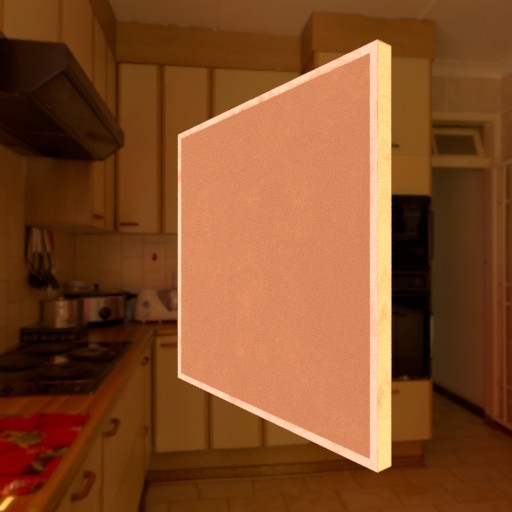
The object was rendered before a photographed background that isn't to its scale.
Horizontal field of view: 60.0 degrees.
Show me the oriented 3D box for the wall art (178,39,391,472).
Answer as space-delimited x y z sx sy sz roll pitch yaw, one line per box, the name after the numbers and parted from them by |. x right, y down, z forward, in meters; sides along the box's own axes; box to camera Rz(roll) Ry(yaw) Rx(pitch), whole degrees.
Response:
0.000 0.000 1.090 0.038 0.757 0.760 0 0 -37 | wall art
